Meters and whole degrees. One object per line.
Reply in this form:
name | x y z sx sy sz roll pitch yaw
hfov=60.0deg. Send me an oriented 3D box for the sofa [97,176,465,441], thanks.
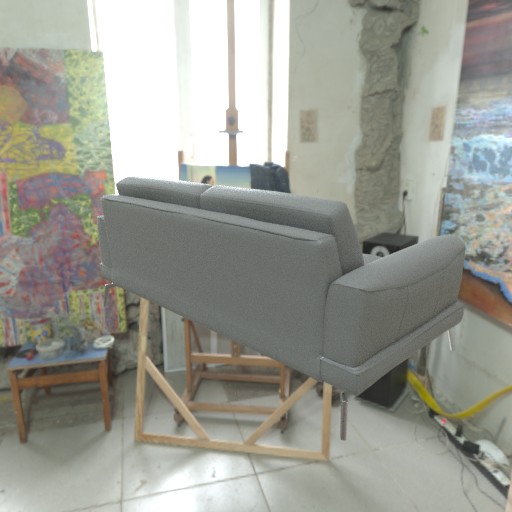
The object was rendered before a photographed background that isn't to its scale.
sofa | 0.000 0.000 2.737 1.121 0.930 2.177 -15 21 -43
